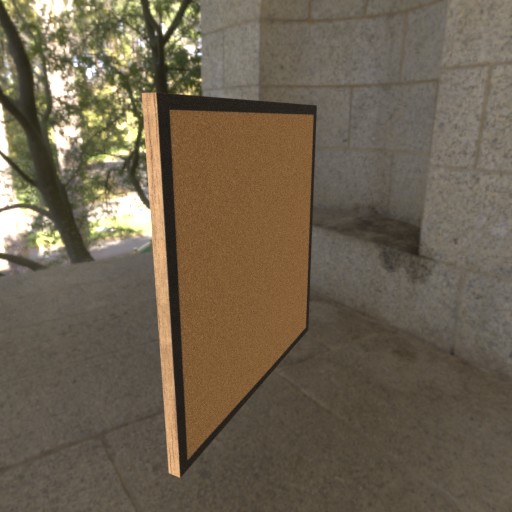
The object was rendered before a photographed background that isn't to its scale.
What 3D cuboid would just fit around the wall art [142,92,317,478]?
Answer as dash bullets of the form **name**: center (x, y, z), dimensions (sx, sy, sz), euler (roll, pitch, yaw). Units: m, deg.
- **wall art**: center (0.000, 0.000, 1.046), dimensions (0.029, 0.691, 0.695), euler (8, 19, 26)
